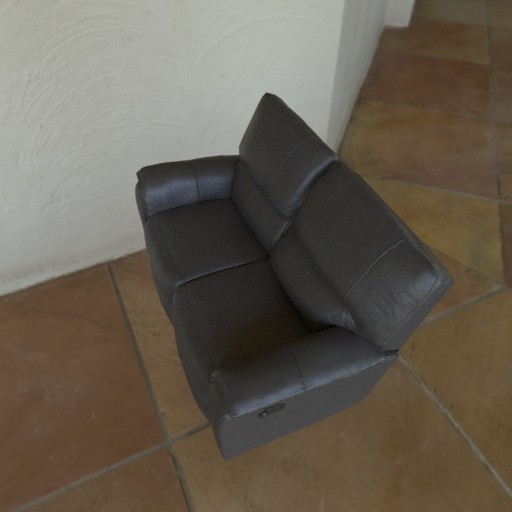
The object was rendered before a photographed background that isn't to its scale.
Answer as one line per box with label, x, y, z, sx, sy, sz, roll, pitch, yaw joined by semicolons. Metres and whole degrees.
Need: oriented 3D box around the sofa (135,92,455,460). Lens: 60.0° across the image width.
sofa;0.000;0.000;2.469;1.104;1.111;1.765;-17;49;-15
